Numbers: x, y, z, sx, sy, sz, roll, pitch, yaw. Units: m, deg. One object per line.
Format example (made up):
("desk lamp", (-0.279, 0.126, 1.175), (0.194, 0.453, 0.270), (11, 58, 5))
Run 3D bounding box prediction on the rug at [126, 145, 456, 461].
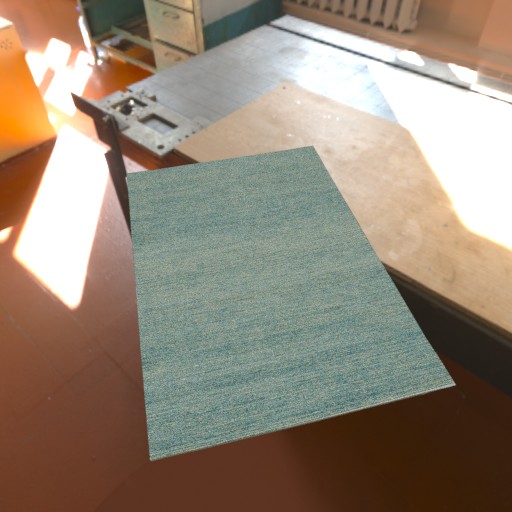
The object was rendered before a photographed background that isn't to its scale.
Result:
("rug", (0.000, 0.000, 2.949), (1.593, 0.029, 2.305), (-10, 48, -9))
